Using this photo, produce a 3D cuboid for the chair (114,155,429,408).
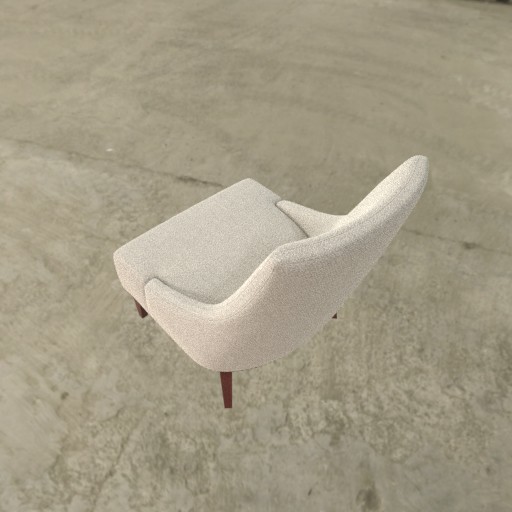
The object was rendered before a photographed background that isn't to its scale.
[{"bbox_3d":[0.000,0.000,1.512,0.701,0.909,0.861,-34,55,-28],"label":"chair"}]
